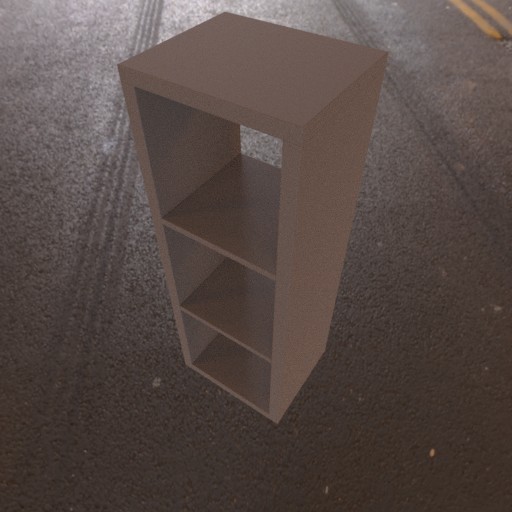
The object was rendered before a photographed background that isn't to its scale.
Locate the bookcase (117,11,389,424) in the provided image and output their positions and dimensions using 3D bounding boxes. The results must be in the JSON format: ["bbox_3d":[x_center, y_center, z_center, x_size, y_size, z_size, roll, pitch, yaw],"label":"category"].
[{"bbox_3d":[0.000,0.000,1.220,0.390,1.080,0.330,26,52,22],"label":"bookcase"}]
